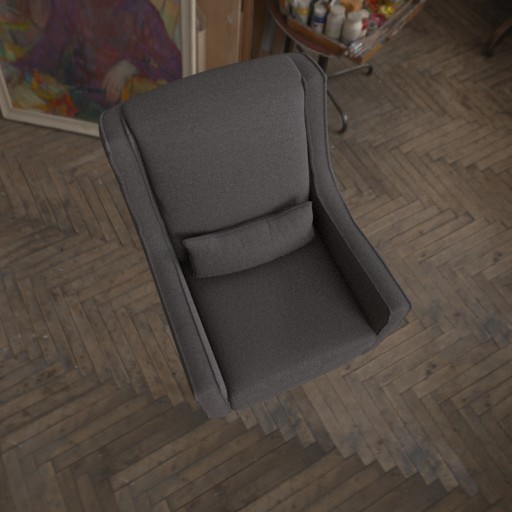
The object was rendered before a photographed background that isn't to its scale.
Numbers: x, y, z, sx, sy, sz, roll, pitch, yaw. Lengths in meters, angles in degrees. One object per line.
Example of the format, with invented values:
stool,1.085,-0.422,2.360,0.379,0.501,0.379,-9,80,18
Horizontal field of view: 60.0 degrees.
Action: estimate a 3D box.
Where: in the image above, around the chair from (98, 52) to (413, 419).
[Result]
chair,0.000,0.000,1.595,0.732,0.993,0.879,-21,67,-9
